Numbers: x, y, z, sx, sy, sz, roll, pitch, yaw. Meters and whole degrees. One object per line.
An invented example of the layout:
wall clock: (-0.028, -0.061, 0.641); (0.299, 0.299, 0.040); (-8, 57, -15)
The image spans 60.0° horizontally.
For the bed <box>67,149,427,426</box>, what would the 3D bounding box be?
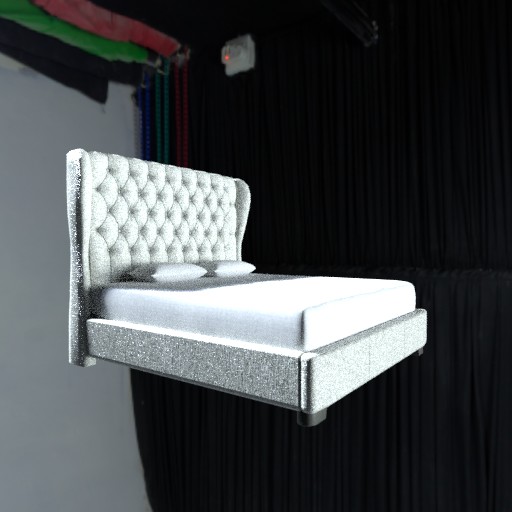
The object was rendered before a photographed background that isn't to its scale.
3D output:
bed: (0.000, 0.000, 3.857); (2.347, 1.771, 2.219); (1, 2, 36)
